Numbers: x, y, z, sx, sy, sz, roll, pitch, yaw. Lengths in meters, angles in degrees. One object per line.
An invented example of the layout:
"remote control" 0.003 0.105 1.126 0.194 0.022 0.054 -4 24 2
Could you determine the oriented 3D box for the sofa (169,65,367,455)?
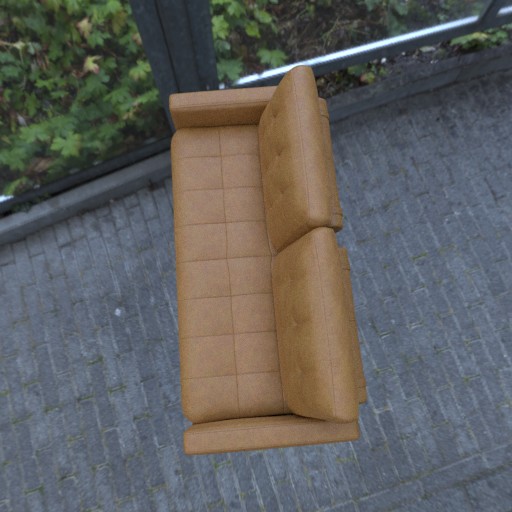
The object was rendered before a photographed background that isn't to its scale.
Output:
"sofa" 0.000 0.000 2.270 0.850 0.898 1.821 -5 76 -1
